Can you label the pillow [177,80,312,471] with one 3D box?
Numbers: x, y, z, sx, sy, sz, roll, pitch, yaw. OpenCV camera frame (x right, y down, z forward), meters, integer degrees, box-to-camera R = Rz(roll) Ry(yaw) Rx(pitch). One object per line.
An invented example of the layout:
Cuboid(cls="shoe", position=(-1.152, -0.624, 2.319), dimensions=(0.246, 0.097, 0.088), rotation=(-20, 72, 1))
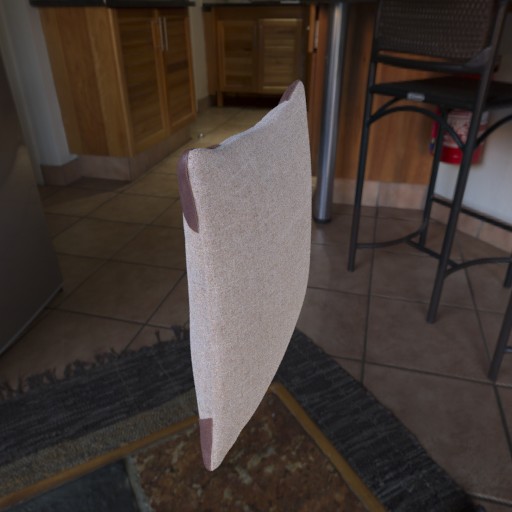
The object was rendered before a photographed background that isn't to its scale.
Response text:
Cuboid(cls="pillow", position=(0.000, 0.000, 0.677), dimensions=(0.147, 0.448, 0.437), rotation=(9, 31, 15))
